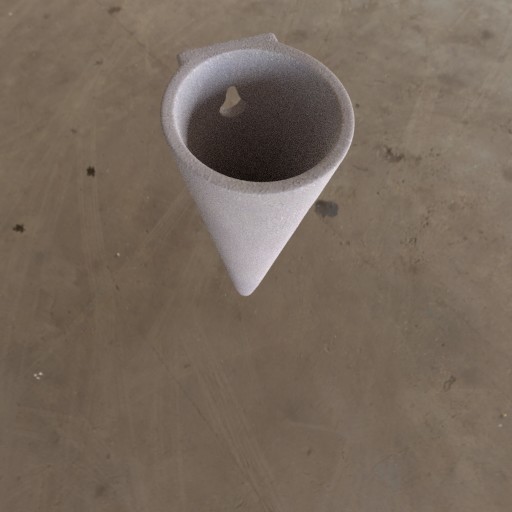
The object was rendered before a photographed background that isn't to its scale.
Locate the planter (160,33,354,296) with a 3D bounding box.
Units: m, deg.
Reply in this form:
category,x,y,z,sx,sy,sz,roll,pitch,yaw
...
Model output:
category,x,y,z,sx,sy,sz,roll,pitch,yaw
planter,0.000,0.000,0.294,0.078,0.259,0.087,-17,64,-9
